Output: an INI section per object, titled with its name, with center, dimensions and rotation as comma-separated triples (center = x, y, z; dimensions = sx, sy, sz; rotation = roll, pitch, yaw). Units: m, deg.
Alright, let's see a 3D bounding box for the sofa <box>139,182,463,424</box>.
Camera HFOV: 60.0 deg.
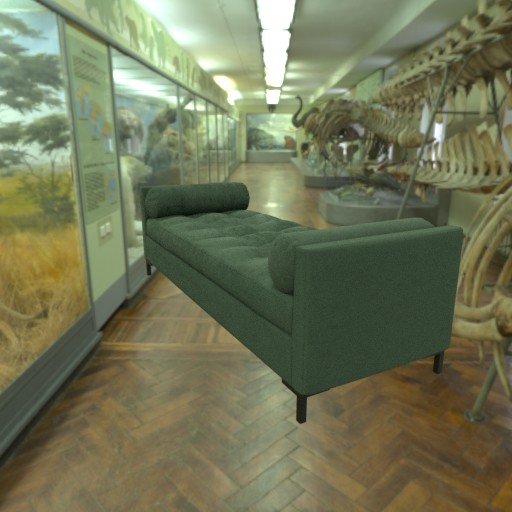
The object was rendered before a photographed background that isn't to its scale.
[sofa]
center = 0.000, 0.000, 2.561
dimensions = 0.817, 0.681, 2.130
rotation = -8, 17, -28
